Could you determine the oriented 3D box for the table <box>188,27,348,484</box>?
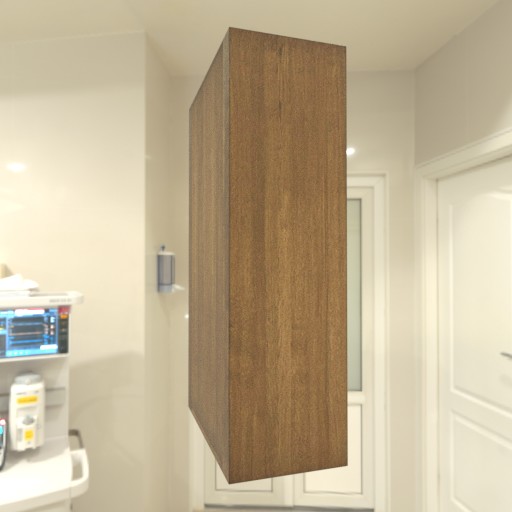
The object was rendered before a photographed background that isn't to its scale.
[{"bbox_3d":[0.000,0.000,2.550,0.600,2.000,1.100,0,-1,-18],"label":"table"}]
